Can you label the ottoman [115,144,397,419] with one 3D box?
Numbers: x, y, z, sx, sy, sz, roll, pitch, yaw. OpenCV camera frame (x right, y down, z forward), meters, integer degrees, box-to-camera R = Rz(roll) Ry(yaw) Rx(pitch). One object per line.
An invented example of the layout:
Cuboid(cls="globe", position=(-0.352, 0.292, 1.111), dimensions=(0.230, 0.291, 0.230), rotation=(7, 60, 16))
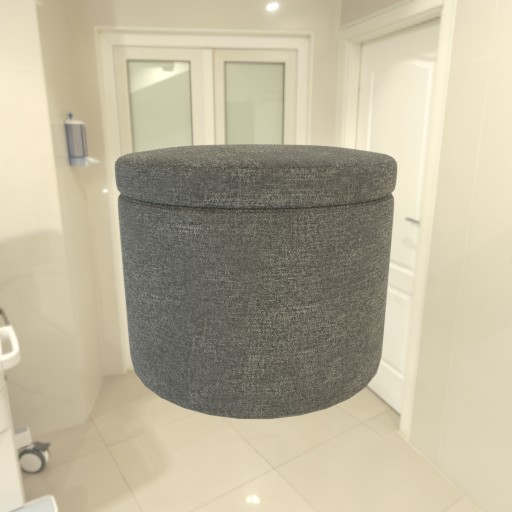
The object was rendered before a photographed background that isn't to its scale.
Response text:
Cuboid(cls="ottoman", position=(0.000, 0.000, 0.867), dimensions=(0.500, 0.419, 0.500), rotation=(0, 15, 0))
